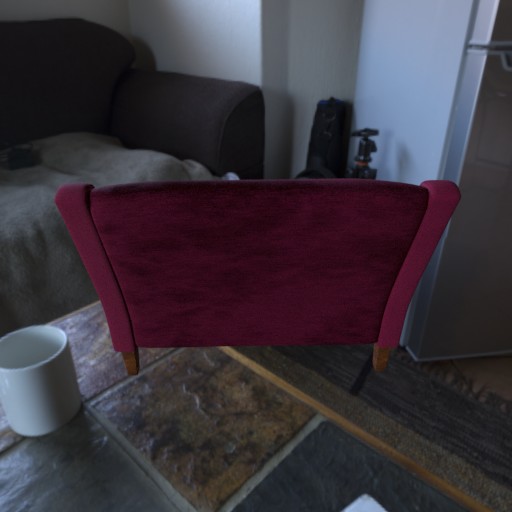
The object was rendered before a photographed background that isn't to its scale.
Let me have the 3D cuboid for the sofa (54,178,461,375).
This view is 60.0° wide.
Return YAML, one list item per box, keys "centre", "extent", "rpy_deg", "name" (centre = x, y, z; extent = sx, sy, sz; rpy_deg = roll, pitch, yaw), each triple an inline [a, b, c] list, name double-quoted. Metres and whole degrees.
- centre: [0.000, 0.000, 1.960]
  extent: [1.242, 0.976, 0.946]
  rpy_deg: [-1, 29, -1]
  name: "sofa"
